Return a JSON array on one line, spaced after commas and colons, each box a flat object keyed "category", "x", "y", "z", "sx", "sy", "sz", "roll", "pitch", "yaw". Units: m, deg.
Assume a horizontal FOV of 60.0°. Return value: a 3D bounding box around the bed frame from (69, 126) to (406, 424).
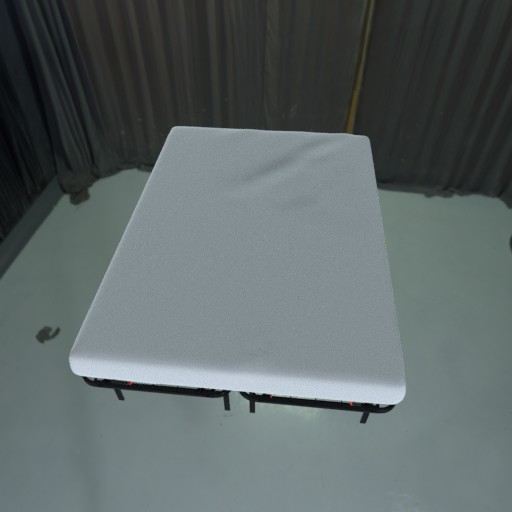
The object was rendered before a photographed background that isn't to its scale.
[{"category": "bed frame", "x": 0.000, "y": 0.000, "z": 2.590, "sx": 1.372, "sy": 0.637, "sz": 1.905, "roll": 4, "pitch": 46, "yaw": 4}]
